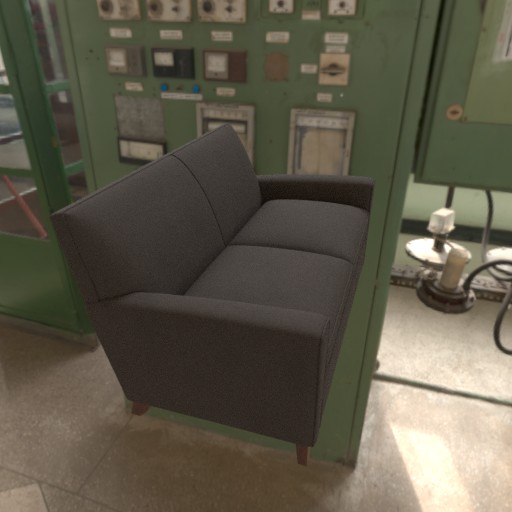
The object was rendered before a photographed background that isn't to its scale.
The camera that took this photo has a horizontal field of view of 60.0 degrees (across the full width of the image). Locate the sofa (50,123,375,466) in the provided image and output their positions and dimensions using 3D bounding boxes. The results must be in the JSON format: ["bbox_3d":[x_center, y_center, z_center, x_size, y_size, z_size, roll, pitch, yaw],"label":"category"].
[{"bbox_3d":[0.000,0.000,1.971,0.871,0.846,1.420,9,30,17],"label":"sofa"}]
